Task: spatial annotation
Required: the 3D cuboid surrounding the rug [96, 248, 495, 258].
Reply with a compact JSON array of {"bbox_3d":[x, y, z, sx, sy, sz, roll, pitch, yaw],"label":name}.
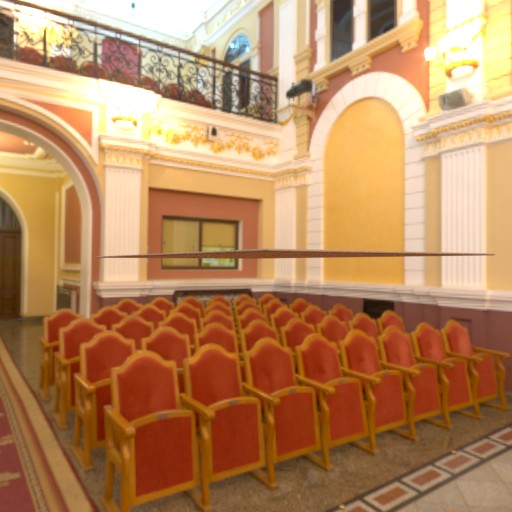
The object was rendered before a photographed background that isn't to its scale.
[{"bbox_3d":[0.000,0.000,3.010,1.524,0.011,2.438,1,-1,-34],"label":"rug"}]
